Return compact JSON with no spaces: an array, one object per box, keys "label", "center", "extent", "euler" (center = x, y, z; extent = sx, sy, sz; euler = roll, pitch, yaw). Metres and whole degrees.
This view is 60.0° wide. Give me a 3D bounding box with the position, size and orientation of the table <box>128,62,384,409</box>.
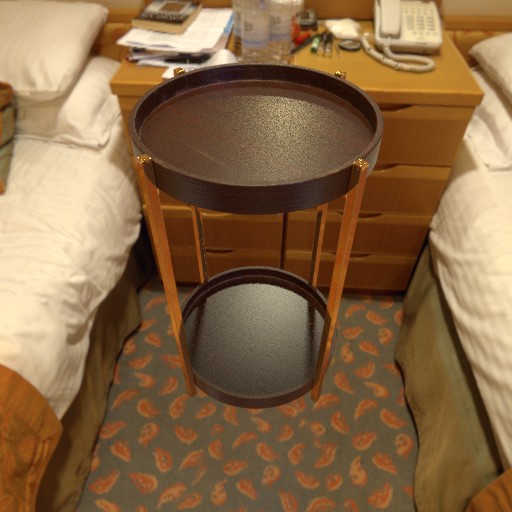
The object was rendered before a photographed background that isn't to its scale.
[{"label":"table","center":[0.000,0.000,0.866],"extent":[0.400,0.610,0.400],"euler":[-33,54,-29]}]
